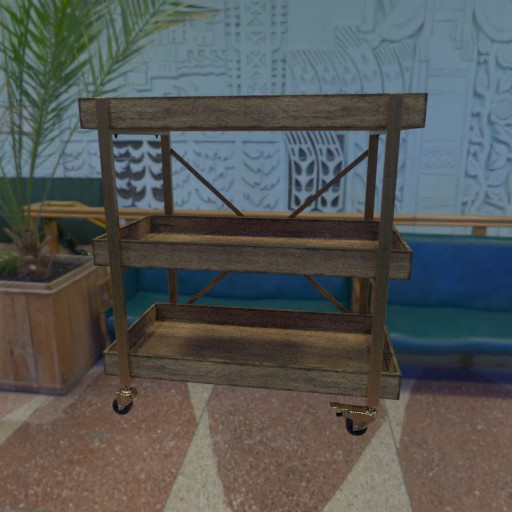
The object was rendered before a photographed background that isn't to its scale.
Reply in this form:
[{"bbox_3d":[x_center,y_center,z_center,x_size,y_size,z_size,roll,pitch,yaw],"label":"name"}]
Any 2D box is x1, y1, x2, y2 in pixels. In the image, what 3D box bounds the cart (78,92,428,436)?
[{"bbox_3d":[0.000,0.000,1.214,0.750,0.799,0.416,2,15,9],"label":"cart"}]
